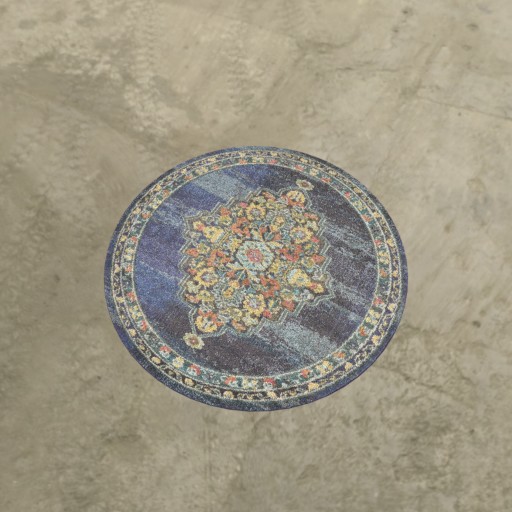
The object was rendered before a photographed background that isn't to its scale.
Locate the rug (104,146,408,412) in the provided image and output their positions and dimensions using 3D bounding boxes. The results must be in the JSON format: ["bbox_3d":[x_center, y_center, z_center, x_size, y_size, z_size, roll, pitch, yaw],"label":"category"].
[{"bbox_3d":[0.000,0.000,3.529,2.386,0.014,2.386,0,59,0],"label":"rug"}]
